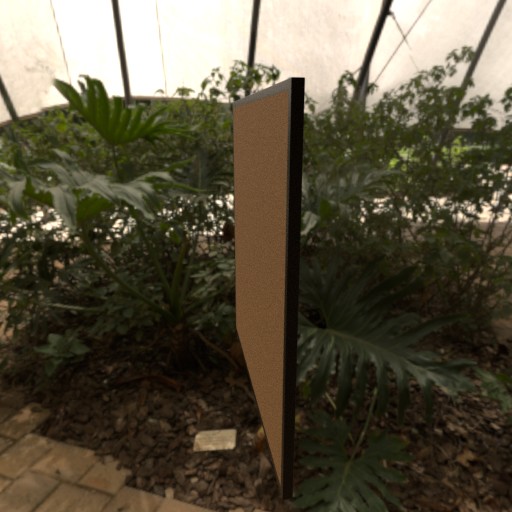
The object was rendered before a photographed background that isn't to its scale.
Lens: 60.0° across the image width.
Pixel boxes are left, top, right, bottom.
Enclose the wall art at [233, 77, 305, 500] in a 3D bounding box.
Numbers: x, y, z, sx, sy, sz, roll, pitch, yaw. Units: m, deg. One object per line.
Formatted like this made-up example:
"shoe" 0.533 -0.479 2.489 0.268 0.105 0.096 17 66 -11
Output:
"wall art" 0.000 0.000 0.667 0.012 0.458 0.457 -3 17 -9
